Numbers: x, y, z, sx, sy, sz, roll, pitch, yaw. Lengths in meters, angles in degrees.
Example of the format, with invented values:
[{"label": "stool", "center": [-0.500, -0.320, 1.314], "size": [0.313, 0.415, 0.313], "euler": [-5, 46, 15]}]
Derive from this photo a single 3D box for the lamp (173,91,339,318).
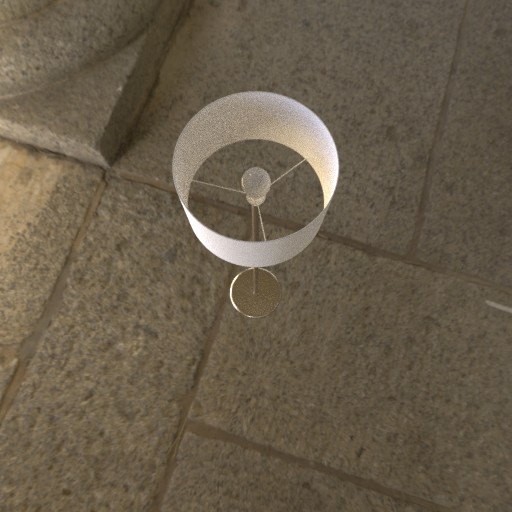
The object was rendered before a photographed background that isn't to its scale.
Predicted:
[{"label": "lamp", "center": [0.000, 0.000, 1.617], "size": [0.347, 1.443, 0.347], "euler": [-11, 75, -3]}]
